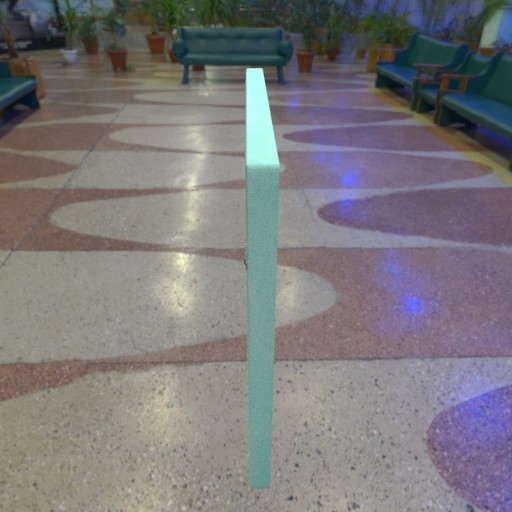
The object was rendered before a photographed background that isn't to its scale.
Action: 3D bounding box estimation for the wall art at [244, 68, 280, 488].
[{"bbox_3d":[0.000,0.000,1.122,0.054,0.766,0.765,-1,32,-1],"label":"wall art"}]
